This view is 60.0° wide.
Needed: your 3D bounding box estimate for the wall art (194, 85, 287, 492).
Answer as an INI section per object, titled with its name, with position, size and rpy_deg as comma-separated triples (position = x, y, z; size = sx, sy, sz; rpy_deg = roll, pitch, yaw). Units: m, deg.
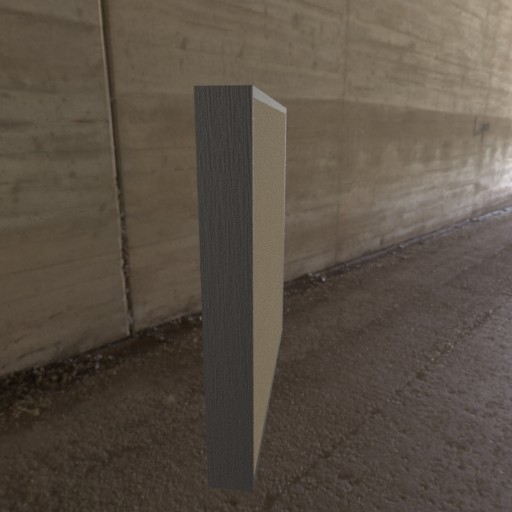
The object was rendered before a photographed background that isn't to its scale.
[wall art]
position = 0.000, 0.000, 0.454
size = 0.036, 0.300, 0.302
rpy_deg = 2, 16, 7
